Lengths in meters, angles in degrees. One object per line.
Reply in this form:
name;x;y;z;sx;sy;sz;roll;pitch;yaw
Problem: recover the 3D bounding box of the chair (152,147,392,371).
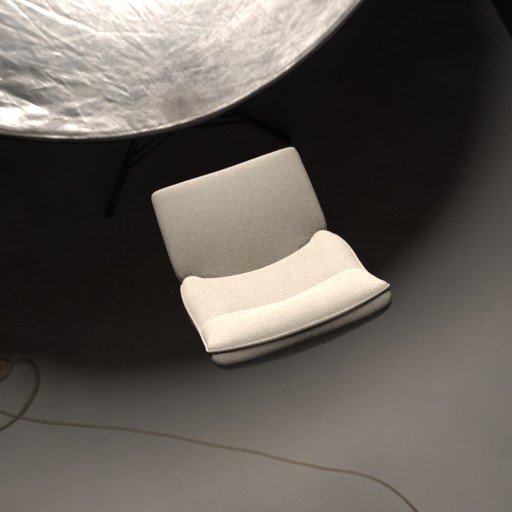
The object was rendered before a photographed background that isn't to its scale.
chair;0.000;0.000;1.338;0.500;0.930;0.620;-19;77;-5
